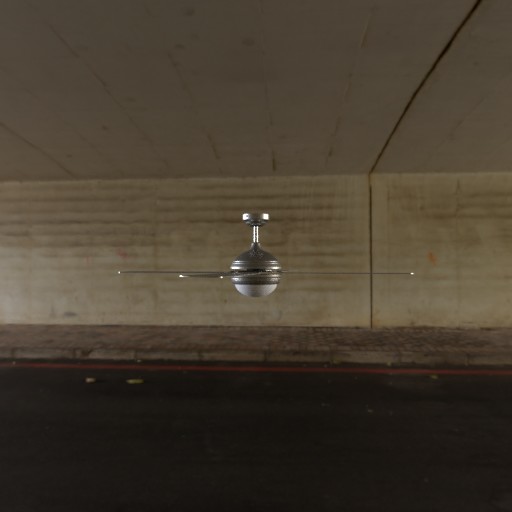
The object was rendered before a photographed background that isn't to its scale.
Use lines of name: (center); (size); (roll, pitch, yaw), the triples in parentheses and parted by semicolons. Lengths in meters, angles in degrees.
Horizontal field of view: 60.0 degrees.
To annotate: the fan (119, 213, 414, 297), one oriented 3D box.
fan: (0.000, 0.000, 2.056); (1.321, 0.381, 1.321); (-1, -1, 36)
